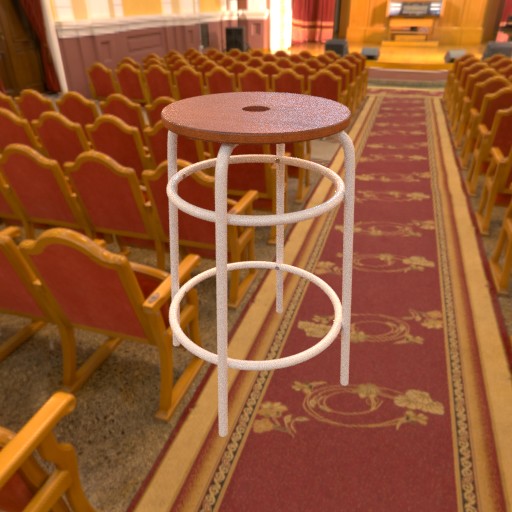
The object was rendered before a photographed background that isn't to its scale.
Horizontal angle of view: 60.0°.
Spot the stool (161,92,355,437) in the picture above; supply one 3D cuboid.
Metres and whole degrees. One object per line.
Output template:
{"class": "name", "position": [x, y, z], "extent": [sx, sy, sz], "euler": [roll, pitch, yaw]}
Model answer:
{"class": "stool", "position": [0.000, 0.000, 0.946], "extent": [0.455, 0.610, 0.455], "euler": [9, 31, 16]}
